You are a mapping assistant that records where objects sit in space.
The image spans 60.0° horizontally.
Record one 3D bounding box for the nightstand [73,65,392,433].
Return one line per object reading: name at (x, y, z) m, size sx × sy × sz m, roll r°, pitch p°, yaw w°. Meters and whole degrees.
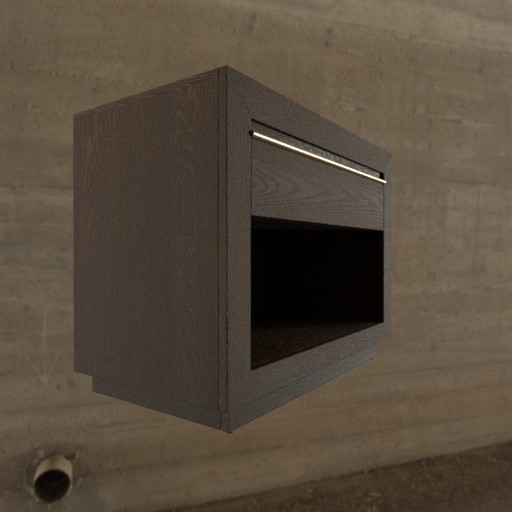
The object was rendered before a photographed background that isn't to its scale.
nightstand at (0.000, 0.000, 1.147) m, size 0.457 × 0.612 × 0.775 m, roll 0°, pitch 1°, yaw 36°
